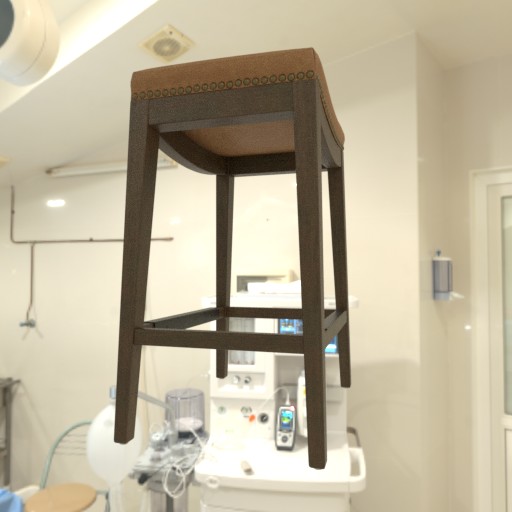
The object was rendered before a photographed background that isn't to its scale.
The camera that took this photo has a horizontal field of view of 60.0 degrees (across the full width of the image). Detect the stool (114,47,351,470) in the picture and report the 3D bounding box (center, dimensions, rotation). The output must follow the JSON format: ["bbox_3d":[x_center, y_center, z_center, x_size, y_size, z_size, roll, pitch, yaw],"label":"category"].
[{"bbox_3d":[0.000,0.000,0.956,0.361,0.660,0.500,-1,-2,16],"label":"stool"}]
